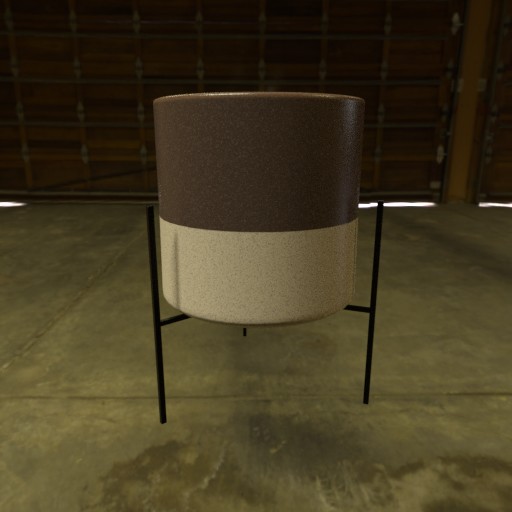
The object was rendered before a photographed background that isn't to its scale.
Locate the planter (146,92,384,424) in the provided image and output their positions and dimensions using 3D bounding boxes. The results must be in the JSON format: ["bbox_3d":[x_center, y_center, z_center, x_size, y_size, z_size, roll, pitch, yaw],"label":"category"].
[{"bbox_3d":[0.000,0.000,0.529,0.250,0.353,0.260,14,21,42],"label":"planter"}]
